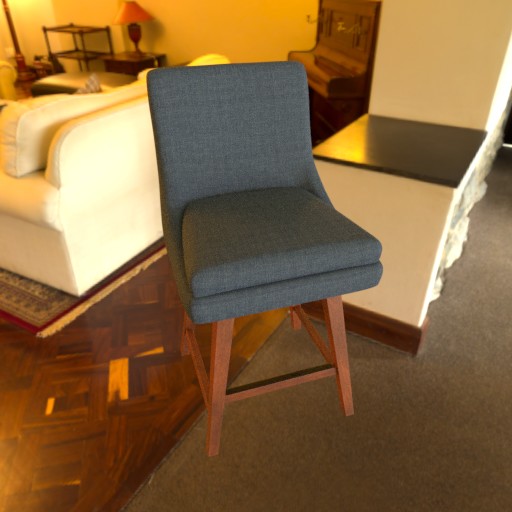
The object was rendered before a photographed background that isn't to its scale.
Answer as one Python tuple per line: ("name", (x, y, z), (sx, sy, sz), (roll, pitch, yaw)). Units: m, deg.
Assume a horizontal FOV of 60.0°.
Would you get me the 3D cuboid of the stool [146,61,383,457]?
("stool", (0.000, 0.000, 1.195), (0.467, 0.895, 0.524), (-10, 34, -15))
